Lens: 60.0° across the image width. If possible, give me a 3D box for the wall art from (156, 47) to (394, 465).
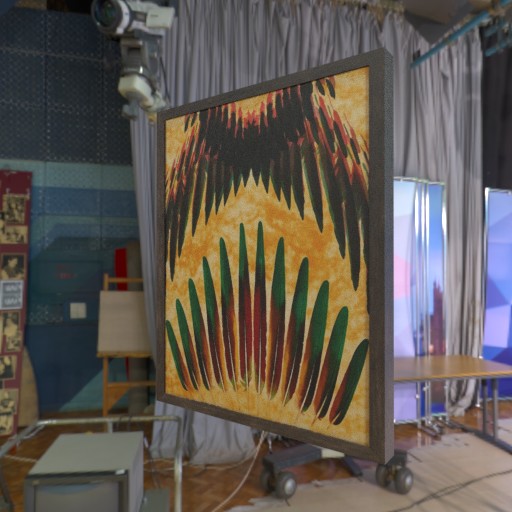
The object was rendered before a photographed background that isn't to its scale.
[{"bbox_3d":[0.000,0.000,0.538,0.329,0.406,0.027,0,0,36],"label":"wall art"}]
